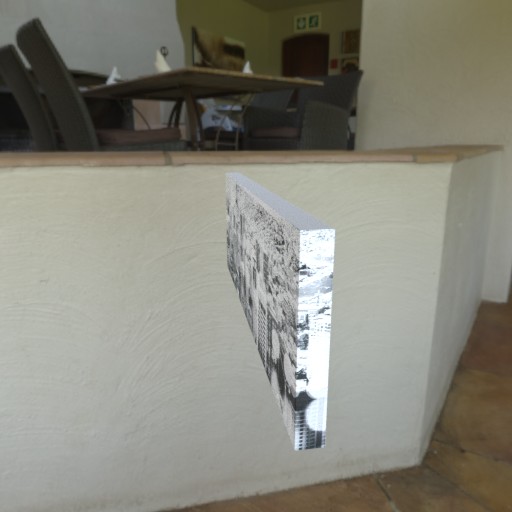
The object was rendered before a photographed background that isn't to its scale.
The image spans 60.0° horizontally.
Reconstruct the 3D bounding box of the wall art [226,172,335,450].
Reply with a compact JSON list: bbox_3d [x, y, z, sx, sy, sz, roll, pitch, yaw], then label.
[{"bbox_3d":[0.000,0.000,0.836,0.038,0.255,0.763,-2,15,-9],"label":"wall art"}]
